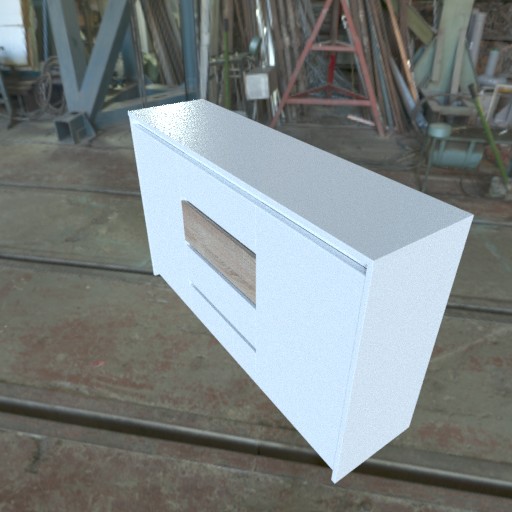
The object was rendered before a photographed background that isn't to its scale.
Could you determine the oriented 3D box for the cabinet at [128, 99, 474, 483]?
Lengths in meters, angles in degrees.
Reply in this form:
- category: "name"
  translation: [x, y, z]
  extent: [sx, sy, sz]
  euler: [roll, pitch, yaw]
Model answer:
- category: "cabinet"
  translation: [0.000, 0.000, 1.813]
  extent: [0.380, 0.900, 1.450]
  euler: [-21, 39, -29]
